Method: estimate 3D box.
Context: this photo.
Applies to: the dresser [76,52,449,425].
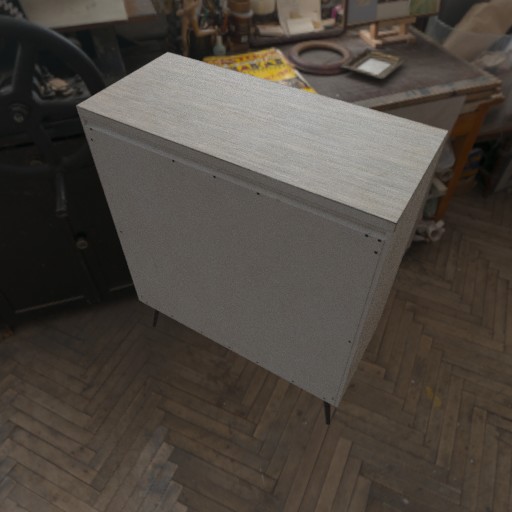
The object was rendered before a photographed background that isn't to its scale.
[{"bbox_3d":[0.000,0.000,1.761,1.016,1.219,0.457,24,52,20],"label":"dresser"}]
